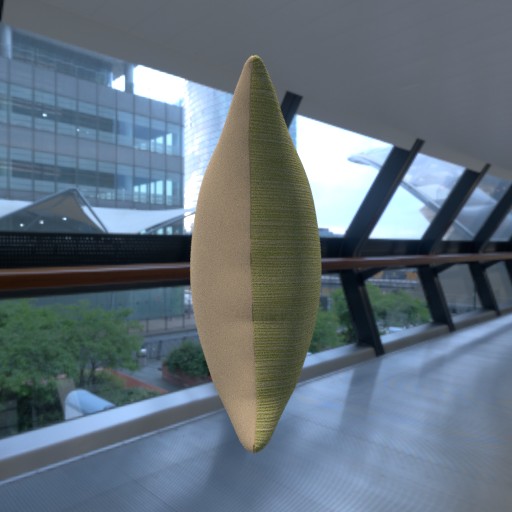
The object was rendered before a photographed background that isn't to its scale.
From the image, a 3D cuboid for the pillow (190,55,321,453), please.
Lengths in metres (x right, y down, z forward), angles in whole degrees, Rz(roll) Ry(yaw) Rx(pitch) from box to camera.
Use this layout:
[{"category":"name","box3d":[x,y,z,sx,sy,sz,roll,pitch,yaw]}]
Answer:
[{"category":"pillow","box3d":[0.000,0.000,0.803,0.229,0.487,0.560,0,0,0]}]
